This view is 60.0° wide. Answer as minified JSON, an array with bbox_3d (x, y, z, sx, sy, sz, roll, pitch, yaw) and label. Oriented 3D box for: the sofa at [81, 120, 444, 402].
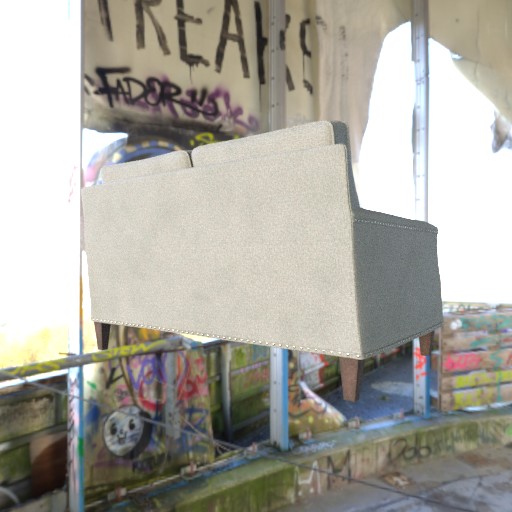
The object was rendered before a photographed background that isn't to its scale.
[{"bbox_3d":[0.000,0.000,2.287,1.597,1.003,1.084,0,-1,37],"label":"sofa"}]
